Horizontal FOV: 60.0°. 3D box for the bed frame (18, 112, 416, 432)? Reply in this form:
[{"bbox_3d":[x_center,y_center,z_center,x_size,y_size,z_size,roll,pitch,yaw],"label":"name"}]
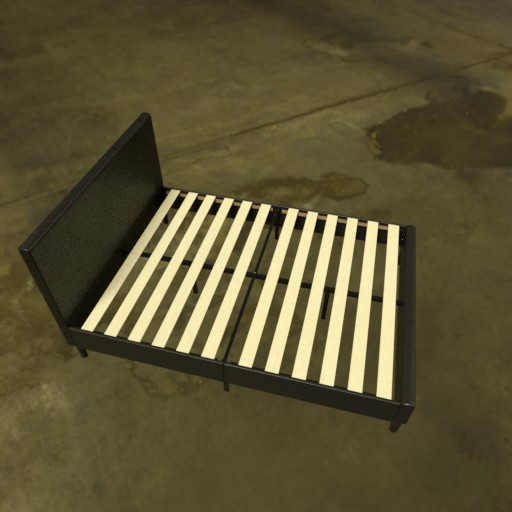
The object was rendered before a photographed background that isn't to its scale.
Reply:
[{"bbox_3d":[0.000,0.000,3.201,2.318,1.127,1.634,10,46,10],"label":"bed frame"}]
